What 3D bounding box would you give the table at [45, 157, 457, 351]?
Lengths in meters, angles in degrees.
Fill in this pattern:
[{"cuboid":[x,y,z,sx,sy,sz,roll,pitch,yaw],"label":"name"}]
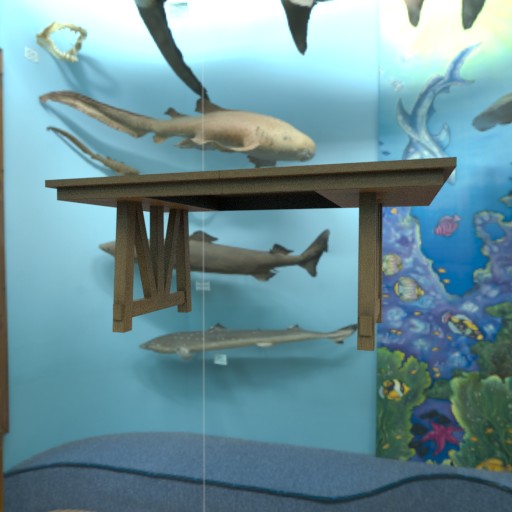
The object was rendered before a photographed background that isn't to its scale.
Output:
[{"cuboid":[0.000,0.000,2.408,1.881,0.768,1.016,1,2,18],"label":"table"}]
